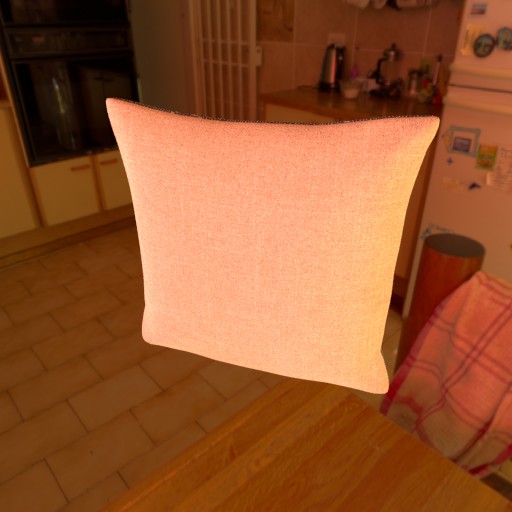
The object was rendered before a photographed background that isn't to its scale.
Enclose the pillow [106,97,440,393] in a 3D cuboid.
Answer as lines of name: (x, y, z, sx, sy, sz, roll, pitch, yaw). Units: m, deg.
pillow: (0.000, 0.000, 0.653, 0.435, 0.428, 0.148, 9, 30, 15)
